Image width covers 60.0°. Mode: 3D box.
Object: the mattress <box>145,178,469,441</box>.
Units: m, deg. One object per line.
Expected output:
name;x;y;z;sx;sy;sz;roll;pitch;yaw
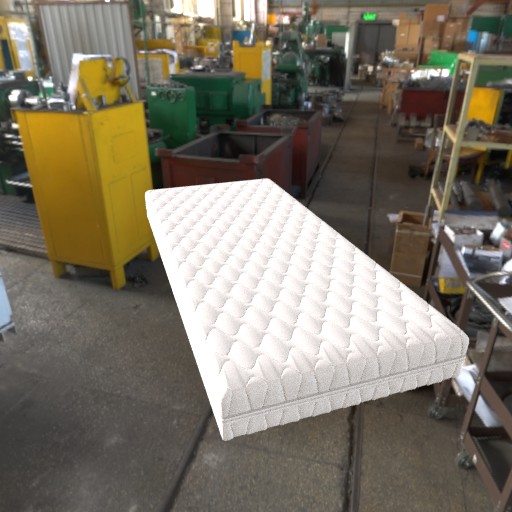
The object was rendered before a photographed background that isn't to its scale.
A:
mattress;0.000;0.000;2.287;0.900;0.200;2.000;-9;28;-17
